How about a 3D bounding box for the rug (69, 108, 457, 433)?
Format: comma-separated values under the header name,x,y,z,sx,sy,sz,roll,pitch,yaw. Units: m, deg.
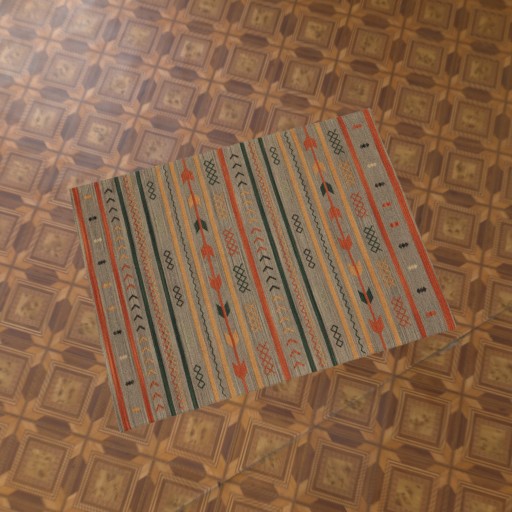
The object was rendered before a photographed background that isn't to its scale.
name,x,y,z,sx,sy,sz,roll,pitch,yaw
rug,0.000,0.000,4.036,3.029,0.022,2.263,-16,77,-4
